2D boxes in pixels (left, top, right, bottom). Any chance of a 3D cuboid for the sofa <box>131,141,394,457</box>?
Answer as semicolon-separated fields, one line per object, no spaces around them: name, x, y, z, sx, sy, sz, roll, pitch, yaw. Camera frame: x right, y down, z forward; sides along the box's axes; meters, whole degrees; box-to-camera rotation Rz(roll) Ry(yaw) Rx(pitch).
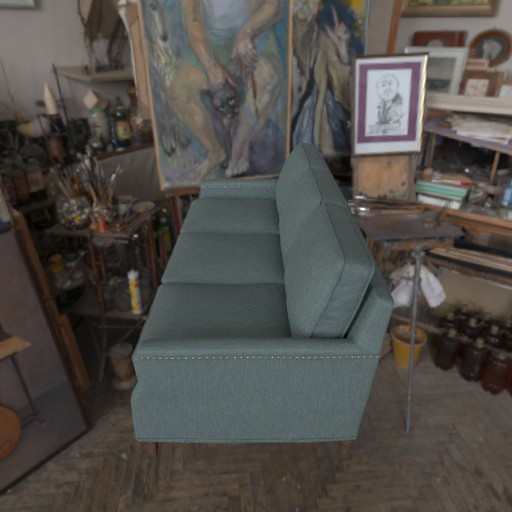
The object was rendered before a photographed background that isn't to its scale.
sofa;0.000;0.000;2.787;1.084;1.003;2.246;0;27;0
